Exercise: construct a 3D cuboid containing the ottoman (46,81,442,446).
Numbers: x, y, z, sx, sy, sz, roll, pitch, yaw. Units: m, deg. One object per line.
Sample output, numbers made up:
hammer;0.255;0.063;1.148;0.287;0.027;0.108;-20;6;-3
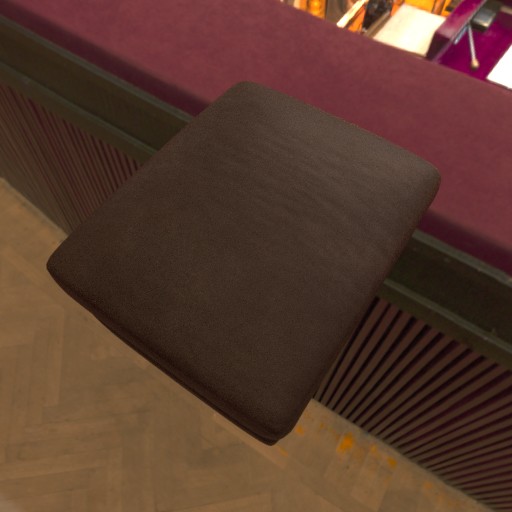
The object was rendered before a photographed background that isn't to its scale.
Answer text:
ottoman;0.000;0.000;1.241;0.670;0.569;0.806;31;64;17
